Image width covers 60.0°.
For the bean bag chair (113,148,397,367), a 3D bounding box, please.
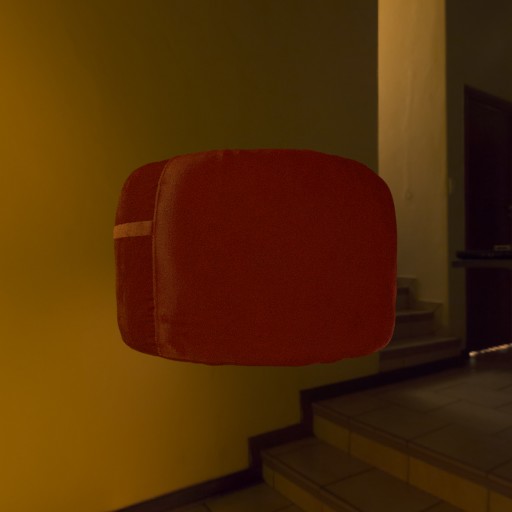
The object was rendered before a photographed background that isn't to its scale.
[{"bbox_3d":[0.000,0.000,1.998,1.219,0.762,1.219,0,-1,0],"label":"bean bag chair"}]
